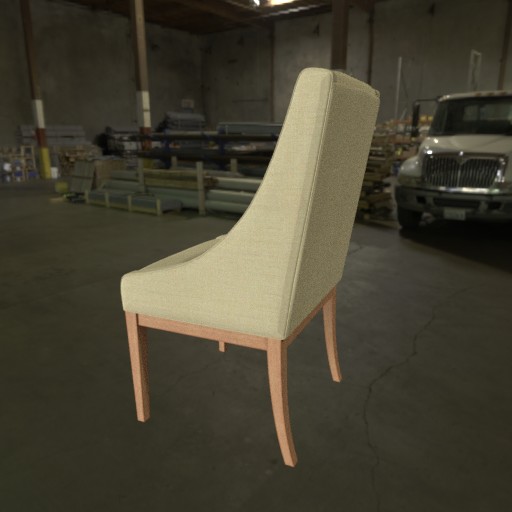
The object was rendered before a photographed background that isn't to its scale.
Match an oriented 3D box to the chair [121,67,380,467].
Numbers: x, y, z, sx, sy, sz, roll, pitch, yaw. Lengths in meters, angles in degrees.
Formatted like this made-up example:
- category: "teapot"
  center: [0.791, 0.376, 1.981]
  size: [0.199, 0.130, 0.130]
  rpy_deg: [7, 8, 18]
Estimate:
- category: "chair"
  center: [0.000, 0.000, 1.399]
  size: [0.611, 1.021, 0.575]
  rpy_deg: [7, 17, 24]
